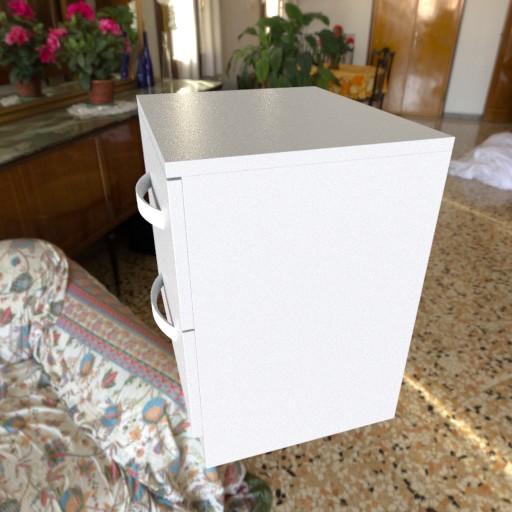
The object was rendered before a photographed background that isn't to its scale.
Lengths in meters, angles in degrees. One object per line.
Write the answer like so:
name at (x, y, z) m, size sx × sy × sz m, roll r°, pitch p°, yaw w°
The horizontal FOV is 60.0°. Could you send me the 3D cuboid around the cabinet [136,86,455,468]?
cabinet at (0.000, 0.000, 0.748) m, size 0.360 × 0.470 × 0.400 m, roll -9°, pitch 30°, yaw -15°
